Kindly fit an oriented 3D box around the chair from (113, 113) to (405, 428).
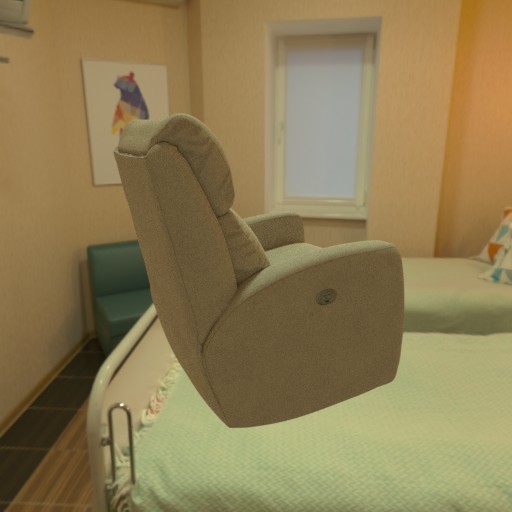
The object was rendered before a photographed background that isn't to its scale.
[{"bbox_3d":[0.000,0.000,1.718,0.940,1.021,0.794,-7,17,-25],"label":"chair"}]
